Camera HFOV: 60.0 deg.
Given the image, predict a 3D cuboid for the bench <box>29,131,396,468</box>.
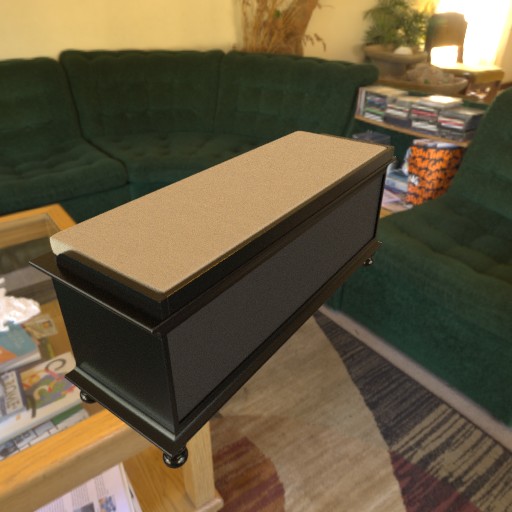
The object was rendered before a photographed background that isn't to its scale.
[{"bbox_3d":[0.000,0.000,1.407,0.402,0.501,1.185,21,37,30],"label":"bench"}]
